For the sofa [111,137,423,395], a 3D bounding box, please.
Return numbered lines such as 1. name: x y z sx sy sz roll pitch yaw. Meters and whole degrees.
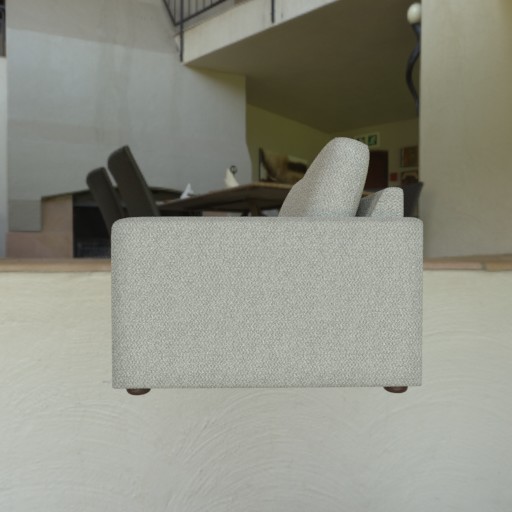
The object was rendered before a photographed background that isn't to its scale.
1. sofa: 0.000 0.000 2.177 1.016 0.873 1.616 0 1 -1
